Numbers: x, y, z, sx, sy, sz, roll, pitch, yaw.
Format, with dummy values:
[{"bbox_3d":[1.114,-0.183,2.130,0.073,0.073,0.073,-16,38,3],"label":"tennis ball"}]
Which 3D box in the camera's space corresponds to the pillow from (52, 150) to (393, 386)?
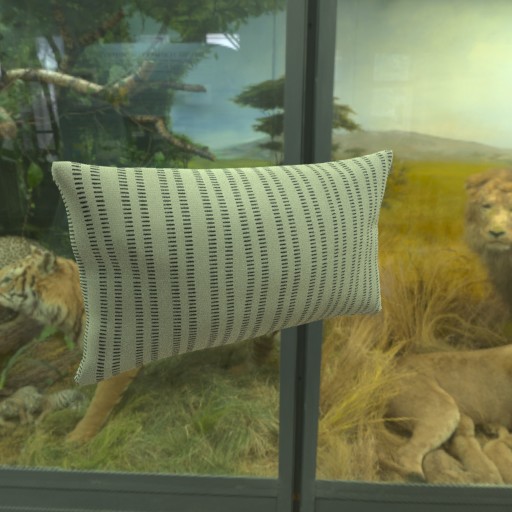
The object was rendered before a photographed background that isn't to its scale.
[{"bbox_3d":[0.000,0.000,0.792,0.640,0.353,0.210,-8,18,-27],"label":"pillow"}]
